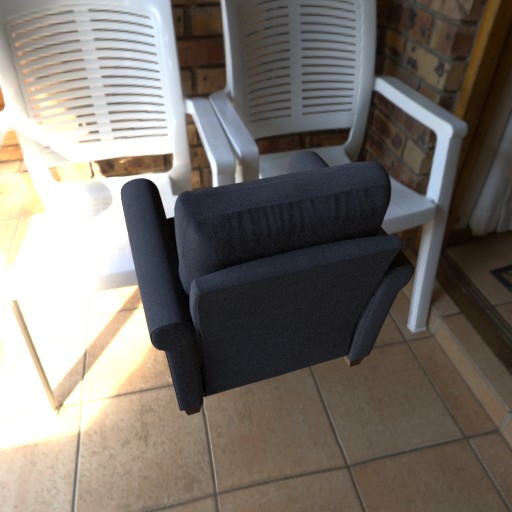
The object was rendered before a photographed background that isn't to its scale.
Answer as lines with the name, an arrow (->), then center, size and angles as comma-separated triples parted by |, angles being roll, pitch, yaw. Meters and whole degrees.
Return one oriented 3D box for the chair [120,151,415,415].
chair -> 0.000, 0.000, 1.644 | 0.867, 0.942, 0.828 | -12, 42, -14
